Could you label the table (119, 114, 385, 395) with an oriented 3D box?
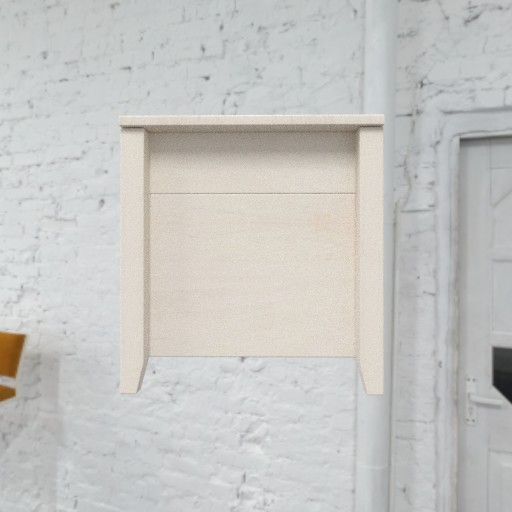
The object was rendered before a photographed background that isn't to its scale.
[{"bbox_3d":[0.000,0.000,1.268,0.457,0.483,1.016,0,0,1],"label":"table"}]
